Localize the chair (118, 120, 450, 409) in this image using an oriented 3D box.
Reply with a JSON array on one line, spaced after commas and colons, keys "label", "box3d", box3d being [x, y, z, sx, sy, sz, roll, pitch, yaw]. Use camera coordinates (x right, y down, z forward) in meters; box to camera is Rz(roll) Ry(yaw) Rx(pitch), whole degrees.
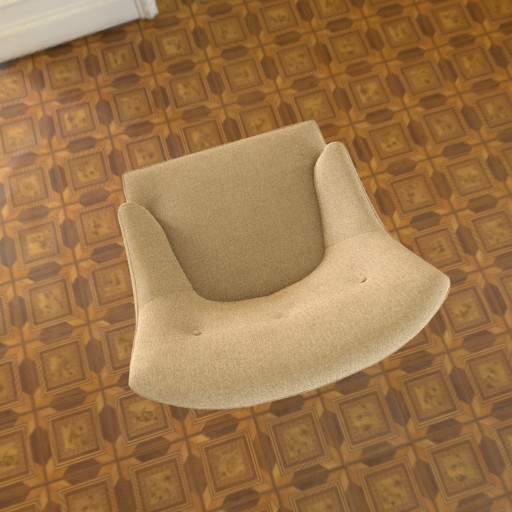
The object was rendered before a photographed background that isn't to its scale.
[{"label": "chair", "box3d": [0.000, 0.000, 1.552, 0.864, 0.856, 0.923, -17, 75, -5]}]
